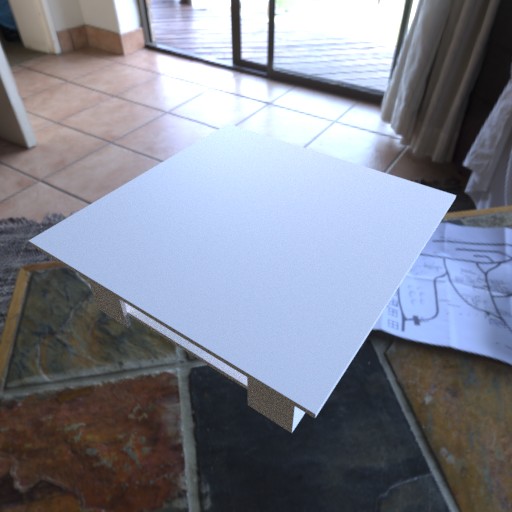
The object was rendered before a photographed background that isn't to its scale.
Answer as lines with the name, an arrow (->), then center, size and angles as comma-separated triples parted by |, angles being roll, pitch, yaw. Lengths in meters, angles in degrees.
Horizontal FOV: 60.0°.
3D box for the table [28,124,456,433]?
table -> 0.000, 0.000, 1.388 | 0.890, 0.305, 0.890 | 25, 47, 25
